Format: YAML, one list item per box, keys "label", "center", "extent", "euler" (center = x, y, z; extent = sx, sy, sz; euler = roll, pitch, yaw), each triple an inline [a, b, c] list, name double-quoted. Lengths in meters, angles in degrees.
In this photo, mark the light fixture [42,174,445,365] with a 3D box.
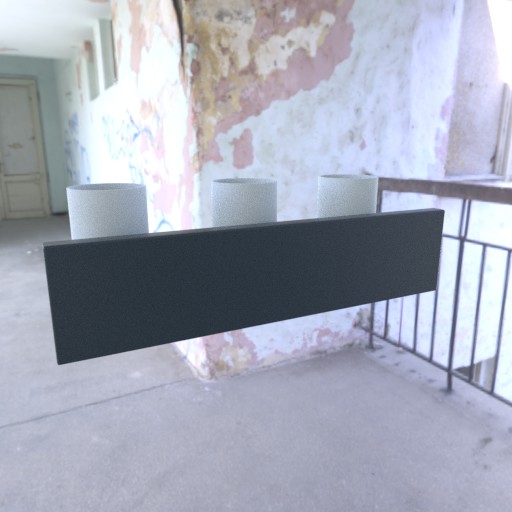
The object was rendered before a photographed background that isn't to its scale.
- label: "light fixture"
  center: [0.000, 0.000, 0.526]
  extent: [0.451, 0.172, 0.145]
  euler: [-7, 16, -25]
